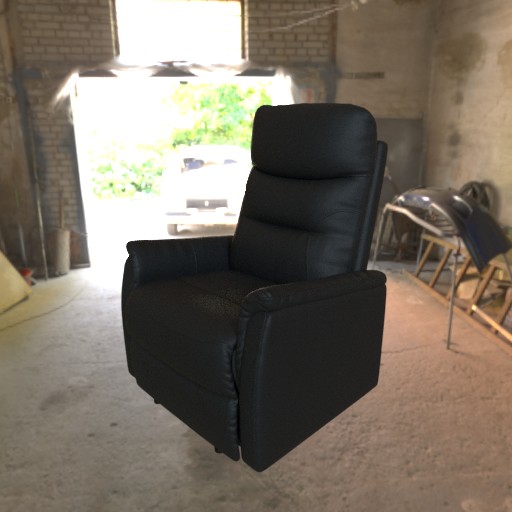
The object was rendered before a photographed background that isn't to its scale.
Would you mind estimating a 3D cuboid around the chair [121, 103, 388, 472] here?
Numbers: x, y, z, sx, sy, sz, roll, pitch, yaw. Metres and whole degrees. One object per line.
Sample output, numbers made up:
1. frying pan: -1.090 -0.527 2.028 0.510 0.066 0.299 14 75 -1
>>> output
1. chair: 0.000 0.000 1.637 0.831 1.082 0.775 -16 23 -42
